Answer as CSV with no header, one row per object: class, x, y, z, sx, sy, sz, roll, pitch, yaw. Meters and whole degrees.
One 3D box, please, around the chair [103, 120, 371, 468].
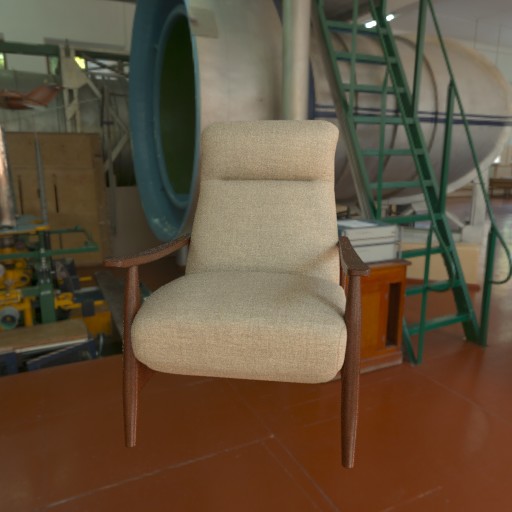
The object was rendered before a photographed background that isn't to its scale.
chair,0.000,0.000,1.735,0.762,1.082,1.014,2,13,8
